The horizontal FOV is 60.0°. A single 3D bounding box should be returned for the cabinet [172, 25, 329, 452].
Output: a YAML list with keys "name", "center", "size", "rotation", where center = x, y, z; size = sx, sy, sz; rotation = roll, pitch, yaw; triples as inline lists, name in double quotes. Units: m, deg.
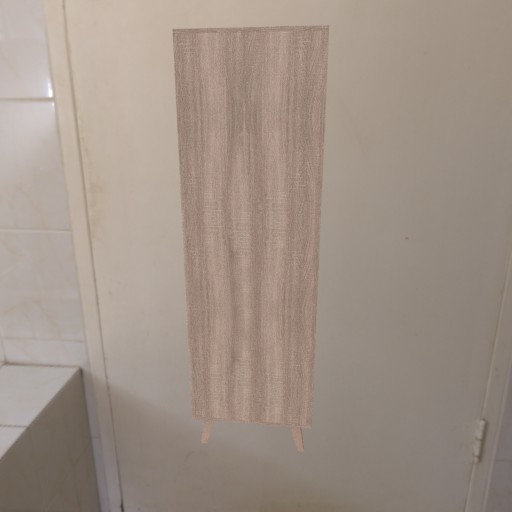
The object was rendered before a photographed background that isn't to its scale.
- name: "cabinet"
  center: [0.000, 0.000, 2.060]
  size: [0.570, 1.850, 0.400]
  rotation: [2, 17, 7]
